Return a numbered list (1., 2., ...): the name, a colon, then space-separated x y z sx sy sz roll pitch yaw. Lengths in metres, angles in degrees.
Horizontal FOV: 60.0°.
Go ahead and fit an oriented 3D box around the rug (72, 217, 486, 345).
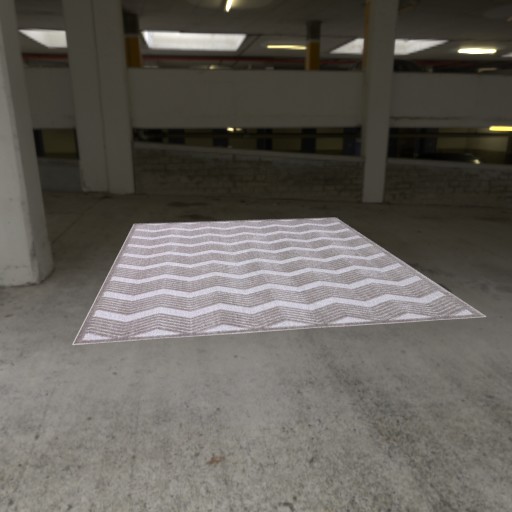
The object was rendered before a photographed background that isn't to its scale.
1. rug: 0.000 0.000 3.868 2.391 0.005 2.880 -2 17 -8
